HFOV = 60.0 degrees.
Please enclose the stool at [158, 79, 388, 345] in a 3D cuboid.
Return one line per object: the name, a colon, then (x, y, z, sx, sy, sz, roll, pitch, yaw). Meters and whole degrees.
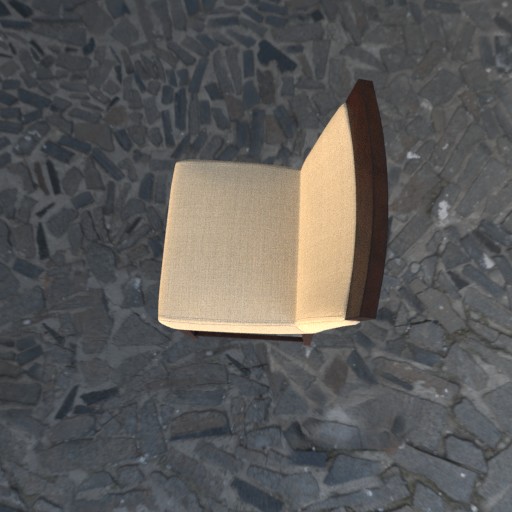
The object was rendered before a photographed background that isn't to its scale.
stool: (0.000, 0.000, 1.416, 0.531, 1.117, 0.511, 3, 75, 1)
